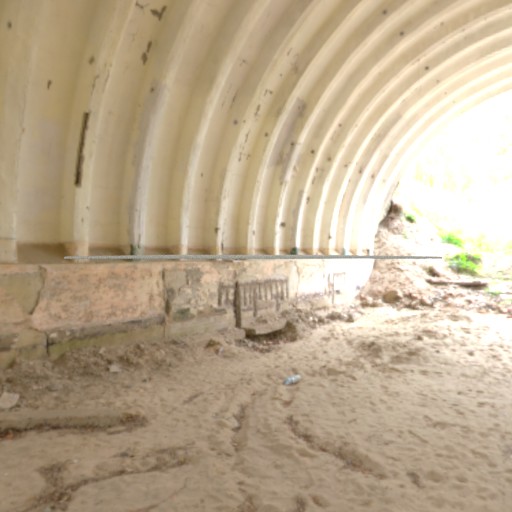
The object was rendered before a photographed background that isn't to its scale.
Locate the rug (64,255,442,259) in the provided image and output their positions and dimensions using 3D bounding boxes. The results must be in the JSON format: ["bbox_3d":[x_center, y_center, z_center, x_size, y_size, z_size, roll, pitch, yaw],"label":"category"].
[{"bbox_3d":[0.000,0.000,2.989,1.515,0.010,2.430,0,0,1],"label":"rug"}]
